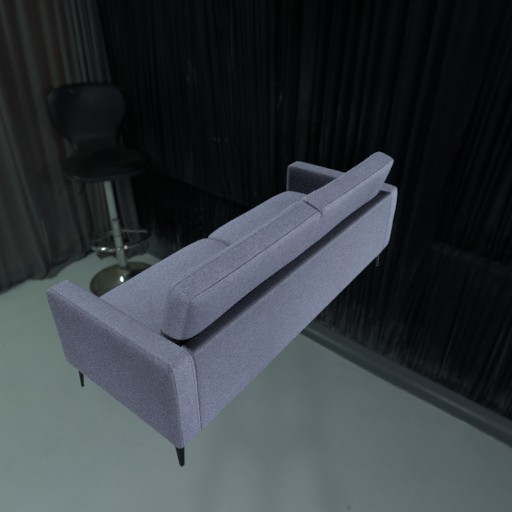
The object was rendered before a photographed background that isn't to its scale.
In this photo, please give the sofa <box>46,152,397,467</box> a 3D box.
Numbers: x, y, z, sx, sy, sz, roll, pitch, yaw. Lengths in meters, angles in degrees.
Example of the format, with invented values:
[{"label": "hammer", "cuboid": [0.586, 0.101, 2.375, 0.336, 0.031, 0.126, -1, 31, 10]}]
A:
[{"label": "sofa", "cuboid": [0.000, 0.000, 2.380, 0.774, 0.828, 1.925, 22, 38, 31]}]
